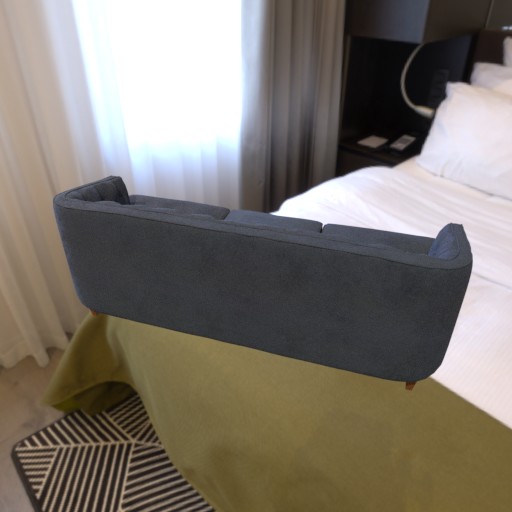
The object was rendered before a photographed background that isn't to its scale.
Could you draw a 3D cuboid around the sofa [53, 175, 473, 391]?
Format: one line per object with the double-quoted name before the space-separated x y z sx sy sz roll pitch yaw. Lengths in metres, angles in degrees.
"sofa" 0.000 0.000 2.666 2.278 0.855 0.941 10 34 15
